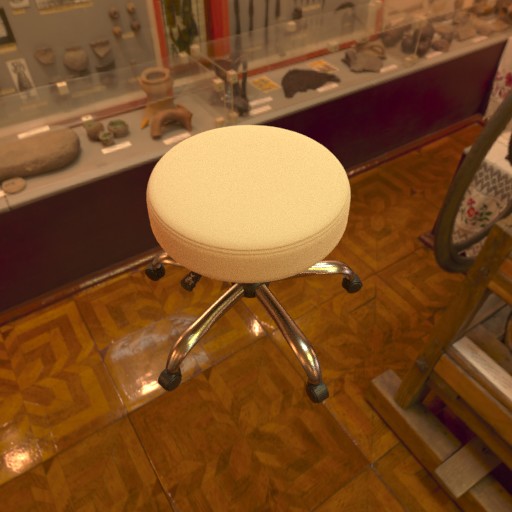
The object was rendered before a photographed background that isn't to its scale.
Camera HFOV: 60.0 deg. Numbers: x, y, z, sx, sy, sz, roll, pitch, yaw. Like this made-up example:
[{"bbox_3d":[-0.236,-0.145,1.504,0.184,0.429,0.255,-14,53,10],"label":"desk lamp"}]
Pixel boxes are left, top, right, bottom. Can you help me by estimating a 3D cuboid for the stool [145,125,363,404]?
[{"bbox_3d":[0.000,0.000,1.067,0.634,0.482,0.614,-24,51,-21],"label":"stool"}]
